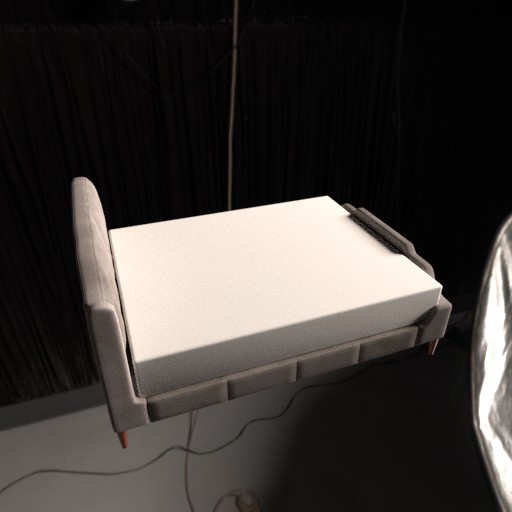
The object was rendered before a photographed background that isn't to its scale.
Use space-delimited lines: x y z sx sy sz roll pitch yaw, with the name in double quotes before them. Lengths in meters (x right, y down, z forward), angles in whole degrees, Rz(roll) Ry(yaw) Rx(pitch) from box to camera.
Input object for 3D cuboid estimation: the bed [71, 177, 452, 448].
"bed" 0.000 0.000 3.289 2.340 1.245 1.676 -11 33 -17
